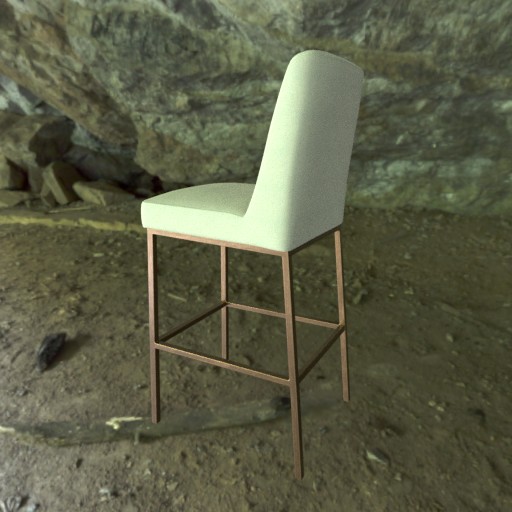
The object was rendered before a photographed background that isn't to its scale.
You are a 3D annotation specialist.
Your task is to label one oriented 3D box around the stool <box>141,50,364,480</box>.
[{"bbox_3d":[0.000,0.000,1.365,0.546,1.084,0.462,8,17,28],"label":"stool"}]
